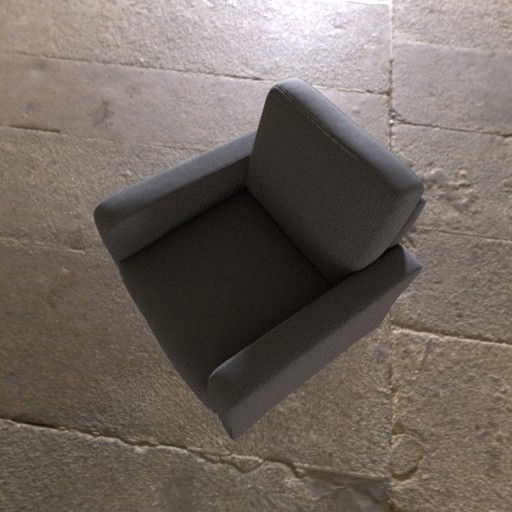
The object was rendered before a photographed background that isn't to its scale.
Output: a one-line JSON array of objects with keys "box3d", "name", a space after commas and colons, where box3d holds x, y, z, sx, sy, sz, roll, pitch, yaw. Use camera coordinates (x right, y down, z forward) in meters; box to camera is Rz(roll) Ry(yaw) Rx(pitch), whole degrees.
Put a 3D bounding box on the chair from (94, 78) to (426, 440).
[{"box3d": [0.000, 0.000, 1.526, 0.863, 0.855, 0.798, -34, 68, -16], "name": "chair"}]
